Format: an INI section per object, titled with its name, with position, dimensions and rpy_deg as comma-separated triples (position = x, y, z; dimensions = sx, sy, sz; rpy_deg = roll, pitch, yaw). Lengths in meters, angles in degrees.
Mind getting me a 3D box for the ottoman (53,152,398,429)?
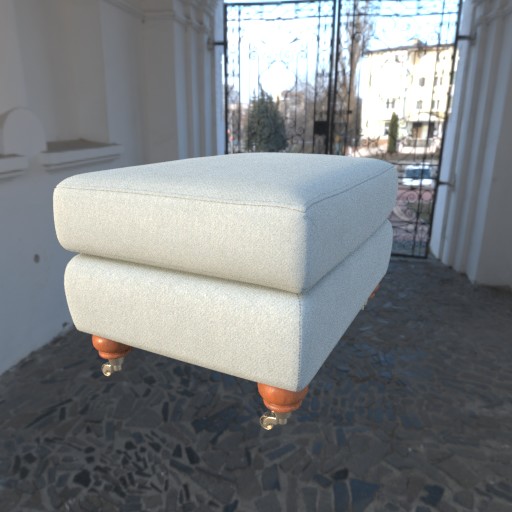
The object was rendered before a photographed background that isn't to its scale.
[ottoman]
position = 0.000, 0.000, 1.137
dimensions = 0.569, 0.499, 0.773
rpy_deg = 8, 19, 26
